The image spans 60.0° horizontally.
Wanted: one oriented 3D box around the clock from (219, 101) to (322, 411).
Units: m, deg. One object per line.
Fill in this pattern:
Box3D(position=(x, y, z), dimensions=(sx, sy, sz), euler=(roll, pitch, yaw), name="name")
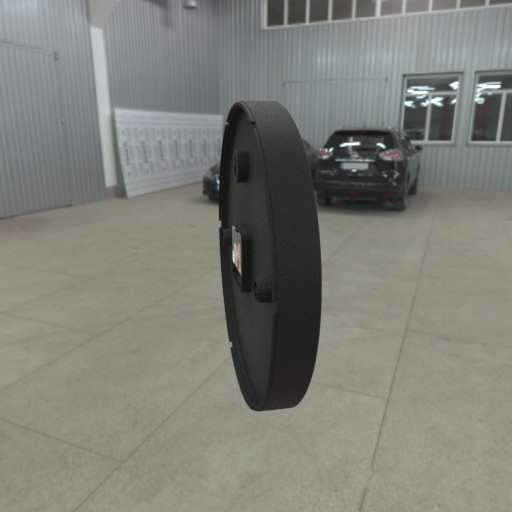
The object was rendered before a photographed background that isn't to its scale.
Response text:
Box3D(position=(0.000, 0.000, 0.444), dimensions=(0.040, 0.293, 0.293), euler=(-3, 16, -11), name="clock")
